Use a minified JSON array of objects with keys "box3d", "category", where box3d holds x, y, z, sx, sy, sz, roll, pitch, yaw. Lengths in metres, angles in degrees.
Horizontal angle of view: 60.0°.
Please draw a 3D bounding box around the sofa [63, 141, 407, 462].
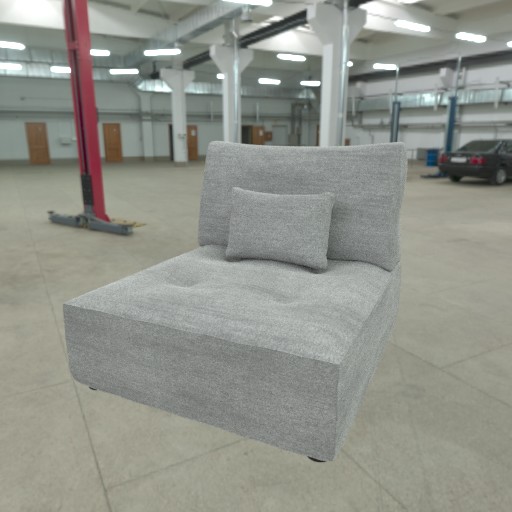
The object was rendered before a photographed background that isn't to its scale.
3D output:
[{"box3d":[0.000,0.000,1.658,0.930,0.820,1.000,7,17,25],"category":"sofa"}]
